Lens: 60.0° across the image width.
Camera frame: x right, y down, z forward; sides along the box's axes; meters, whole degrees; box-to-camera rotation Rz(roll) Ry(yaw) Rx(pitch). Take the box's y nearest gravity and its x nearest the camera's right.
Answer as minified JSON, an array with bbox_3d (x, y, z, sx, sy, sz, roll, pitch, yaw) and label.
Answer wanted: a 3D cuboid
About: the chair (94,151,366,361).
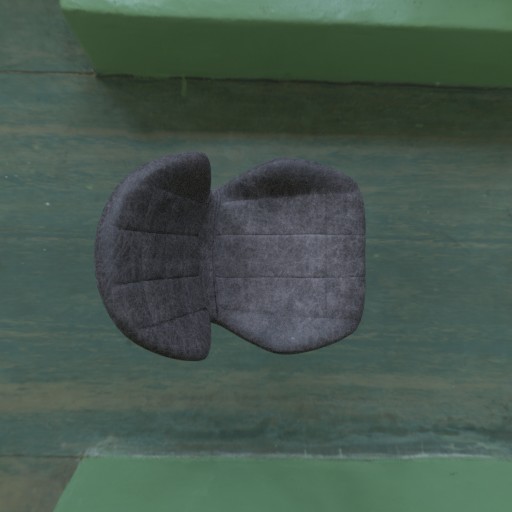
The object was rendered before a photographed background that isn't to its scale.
[{"bbox_3d":[0.000,0.000,1.299,0.640,0.934,0.527,0,90,-1],"label":"chair"}]
